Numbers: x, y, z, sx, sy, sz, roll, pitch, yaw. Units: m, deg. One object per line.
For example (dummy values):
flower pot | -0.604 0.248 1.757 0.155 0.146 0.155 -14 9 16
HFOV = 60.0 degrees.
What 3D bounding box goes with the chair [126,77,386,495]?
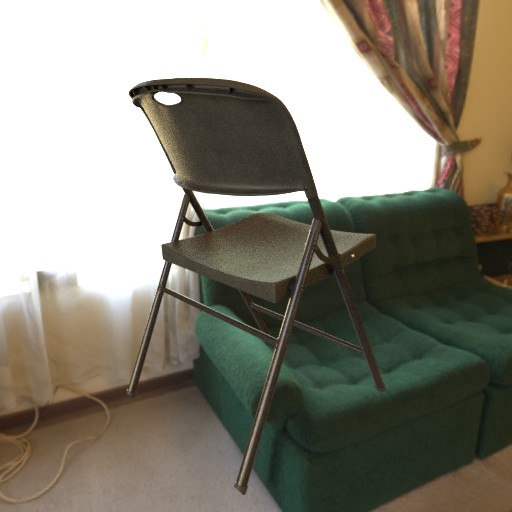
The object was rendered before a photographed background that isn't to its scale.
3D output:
chair | 0.000 0.000 1.136 0.566 0.810 0.494 -15 22 -41
